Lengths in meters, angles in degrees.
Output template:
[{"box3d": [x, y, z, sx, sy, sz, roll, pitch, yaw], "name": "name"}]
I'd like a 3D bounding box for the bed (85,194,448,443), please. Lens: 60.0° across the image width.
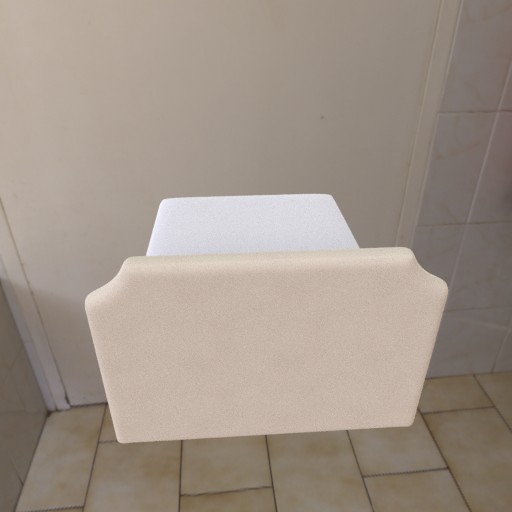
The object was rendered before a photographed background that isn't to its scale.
[{"box3d": [0.000, 0.000, 3.321, 1.827, 1.296, 2.209, -2, 32, -3], "name": "bed"}]
